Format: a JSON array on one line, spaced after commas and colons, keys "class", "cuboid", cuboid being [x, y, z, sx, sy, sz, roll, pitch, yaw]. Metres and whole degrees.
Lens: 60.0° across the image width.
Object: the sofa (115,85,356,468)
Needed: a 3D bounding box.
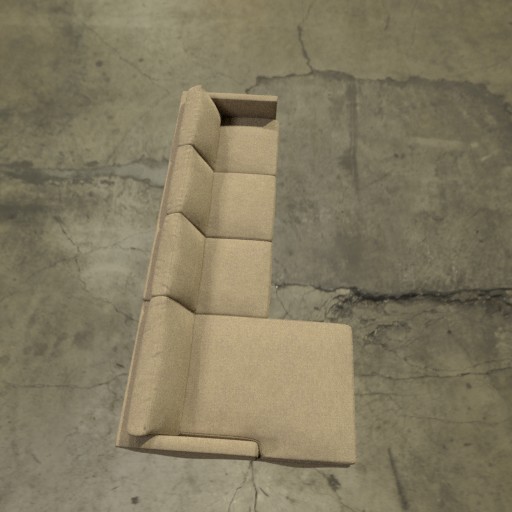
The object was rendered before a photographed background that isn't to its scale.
[{"class": "sofa", "cuboid": [0.000, 0.000, 3.781, 1.638, 0.920, 3.198, 3, 63, 2]}]
